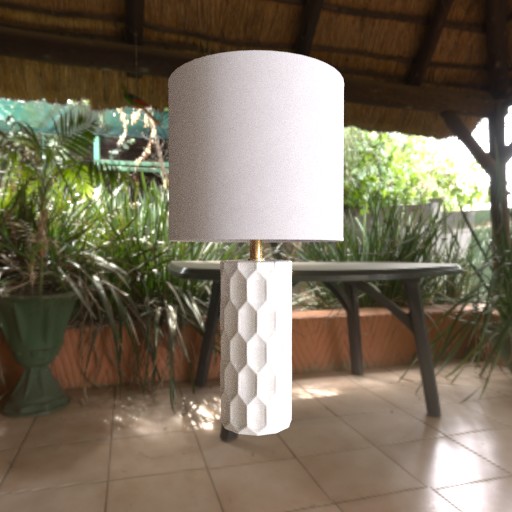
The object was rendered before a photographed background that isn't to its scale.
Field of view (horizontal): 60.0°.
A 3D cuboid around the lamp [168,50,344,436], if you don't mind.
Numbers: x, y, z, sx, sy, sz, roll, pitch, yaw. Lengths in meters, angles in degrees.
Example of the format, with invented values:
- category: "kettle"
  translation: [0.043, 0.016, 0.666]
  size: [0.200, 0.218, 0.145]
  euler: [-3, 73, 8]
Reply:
- category: "lamp"
  translation: [0.000, 0.000, 0.715]
  size: [0.277, 0.537, 0.277]
  euler: [0, 1, -17]
